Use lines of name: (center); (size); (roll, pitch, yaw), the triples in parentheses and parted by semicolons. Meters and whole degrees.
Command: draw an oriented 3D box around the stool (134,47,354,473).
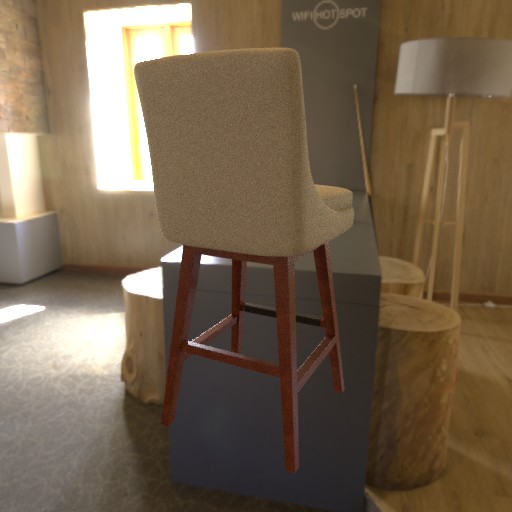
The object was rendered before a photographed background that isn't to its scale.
stool: (0.000, 0.000, 1.377); (0.470, 1.092, 0.559); (8, 17, 26)
